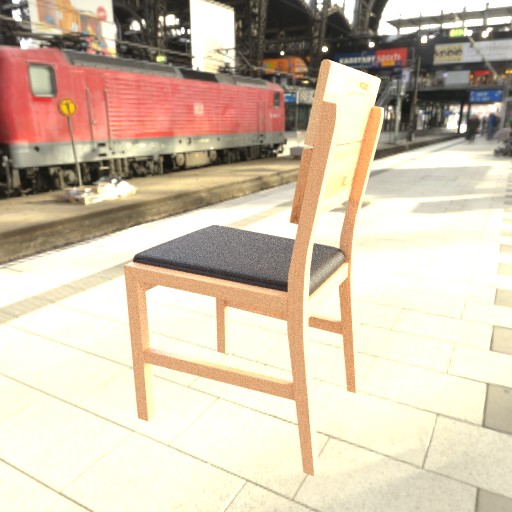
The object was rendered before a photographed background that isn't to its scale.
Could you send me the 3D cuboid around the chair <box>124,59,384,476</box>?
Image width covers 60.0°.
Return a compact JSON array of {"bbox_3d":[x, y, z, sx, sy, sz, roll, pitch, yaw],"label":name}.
[{"bbox_3d":[0.000,0.000,1.253,0.560,0.950,0.475,9,19,26],"label":"chair"}]
